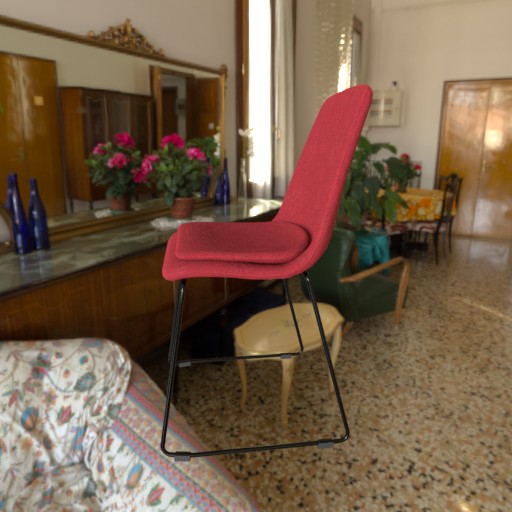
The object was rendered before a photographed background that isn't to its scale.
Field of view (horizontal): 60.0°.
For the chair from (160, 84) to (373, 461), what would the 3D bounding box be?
[{"bbox_3d":[0.000,0.000,1.184,0.518,0.858,0.479,-2,15,-8],"label":"chair"}]
